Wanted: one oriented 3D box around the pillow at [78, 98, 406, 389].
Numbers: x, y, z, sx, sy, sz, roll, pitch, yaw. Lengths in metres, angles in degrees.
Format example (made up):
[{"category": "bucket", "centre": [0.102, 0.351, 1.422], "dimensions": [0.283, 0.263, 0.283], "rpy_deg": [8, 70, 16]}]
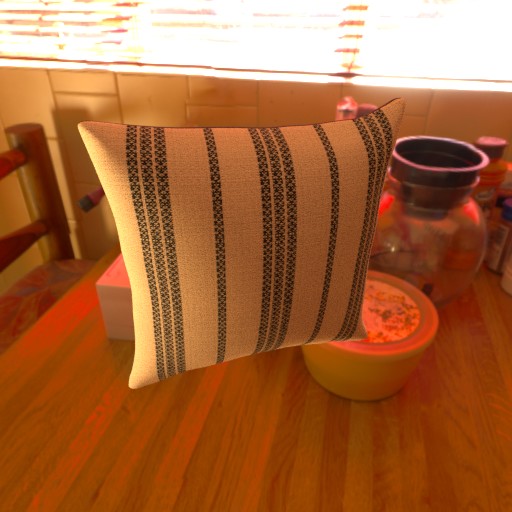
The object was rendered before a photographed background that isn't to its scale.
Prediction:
[{"category": "pillow", "centre": [0.000, 0.000, 0.626], "dimensions": [0.405, 0.406, 0.173], "rpy_deg": [-9, 32, -14]}]
